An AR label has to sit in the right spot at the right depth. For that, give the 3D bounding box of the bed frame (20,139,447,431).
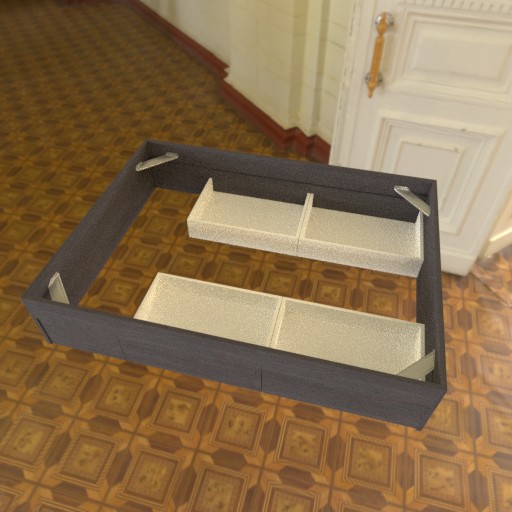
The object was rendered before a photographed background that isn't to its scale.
[{"bbox_3d":[0.000,0.000,2.566,1.944,0.459,1.448,10,47,10],"label":"bed frame"}]
